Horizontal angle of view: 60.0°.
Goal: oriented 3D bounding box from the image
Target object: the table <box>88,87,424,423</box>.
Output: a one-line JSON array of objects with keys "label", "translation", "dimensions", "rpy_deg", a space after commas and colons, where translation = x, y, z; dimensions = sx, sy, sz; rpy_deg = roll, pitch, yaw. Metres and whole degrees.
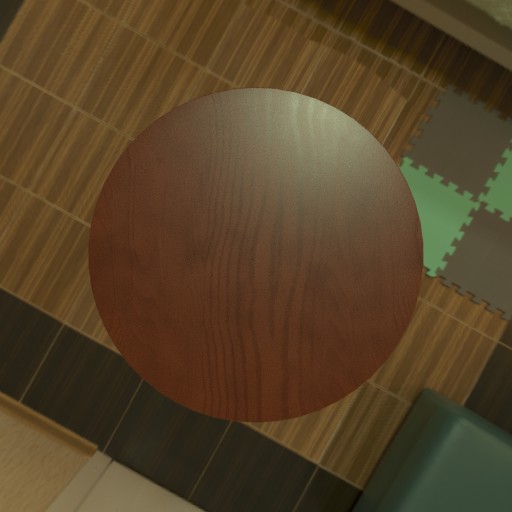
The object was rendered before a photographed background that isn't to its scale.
[{"label": "table", "translation": [0.000, 0.000, 1.091], "dimensions": [0.597, 0.612, 0.597], "rpy_deg": [0, 89, 0]}]
